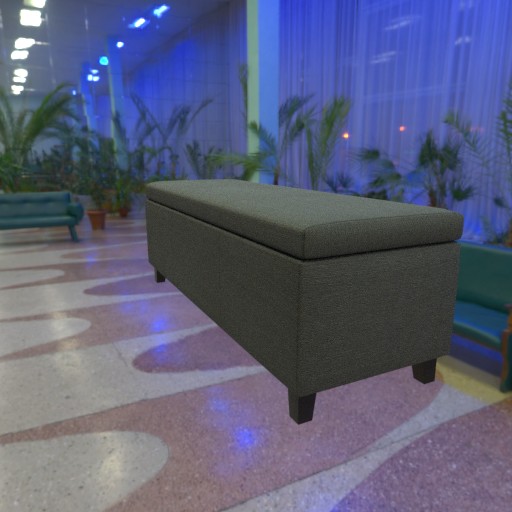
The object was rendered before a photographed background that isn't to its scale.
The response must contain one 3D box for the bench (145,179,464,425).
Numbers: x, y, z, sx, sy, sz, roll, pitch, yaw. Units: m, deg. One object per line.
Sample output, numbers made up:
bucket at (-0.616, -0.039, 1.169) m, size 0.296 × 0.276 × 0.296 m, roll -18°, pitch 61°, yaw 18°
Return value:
bench at (0.000, 0.000, 1.490) m, size 0.446 × 0.438 × 1.269 m, roll -7°, pitch 15°, yaw -26°
